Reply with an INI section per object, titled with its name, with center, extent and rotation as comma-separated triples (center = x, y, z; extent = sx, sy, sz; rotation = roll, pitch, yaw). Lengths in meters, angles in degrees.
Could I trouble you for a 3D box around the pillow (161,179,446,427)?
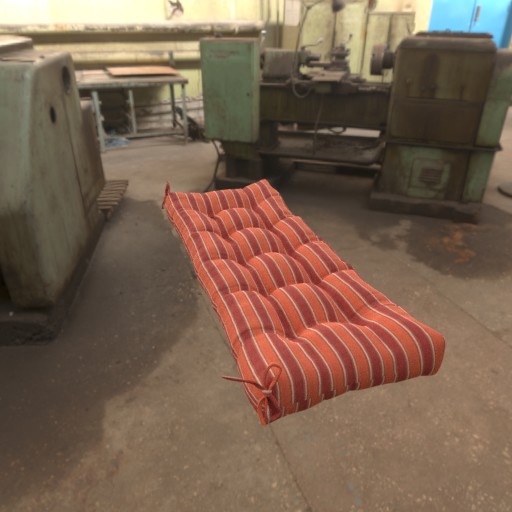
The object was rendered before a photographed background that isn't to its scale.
[pillow]
center = 0.000, 0.000, 1.371
extent = 0.511, 0.174, 1.194
rotation = -10, 30, -17
